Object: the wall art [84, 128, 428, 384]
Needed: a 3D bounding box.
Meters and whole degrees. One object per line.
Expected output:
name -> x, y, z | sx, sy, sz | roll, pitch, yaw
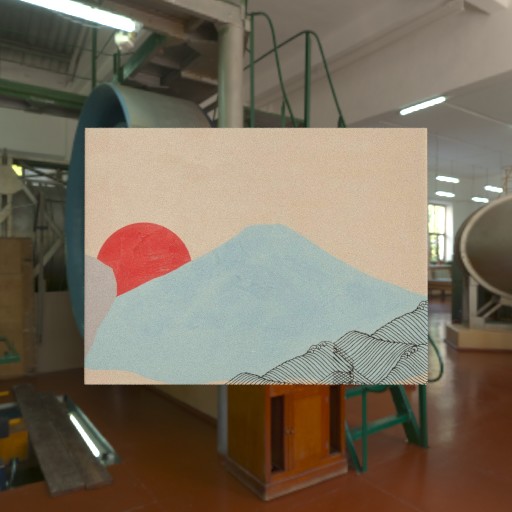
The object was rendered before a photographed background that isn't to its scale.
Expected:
wall art -> 0.000, 0.000, 1.597 | 1.219, 0.912, 0.042 | 0, 0, 0
